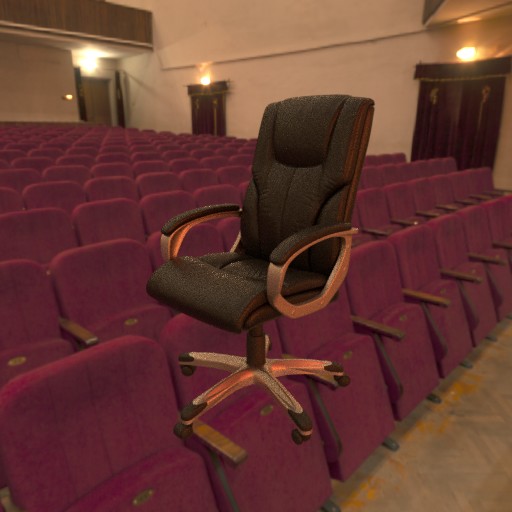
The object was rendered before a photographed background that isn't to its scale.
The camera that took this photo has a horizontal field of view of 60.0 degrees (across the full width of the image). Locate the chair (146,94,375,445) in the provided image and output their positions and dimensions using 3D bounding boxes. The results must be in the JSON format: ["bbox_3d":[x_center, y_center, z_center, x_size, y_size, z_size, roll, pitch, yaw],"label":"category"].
[{"bbox_3d":[0.000,0.000,1.625,0.700,1.145,0.780,15,21,42],"label":"chair"}]
